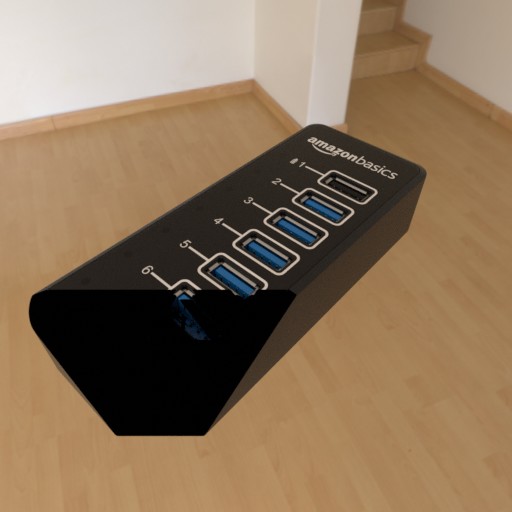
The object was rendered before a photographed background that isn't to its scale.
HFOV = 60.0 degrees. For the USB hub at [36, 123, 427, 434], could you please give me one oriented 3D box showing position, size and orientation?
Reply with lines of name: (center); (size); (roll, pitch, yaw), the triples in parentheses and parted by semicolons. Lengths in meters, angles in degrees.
USB hub: (0.000, 0.000, 0.123); (0.044, 0.023, 0.110); (33, 54, 28)
